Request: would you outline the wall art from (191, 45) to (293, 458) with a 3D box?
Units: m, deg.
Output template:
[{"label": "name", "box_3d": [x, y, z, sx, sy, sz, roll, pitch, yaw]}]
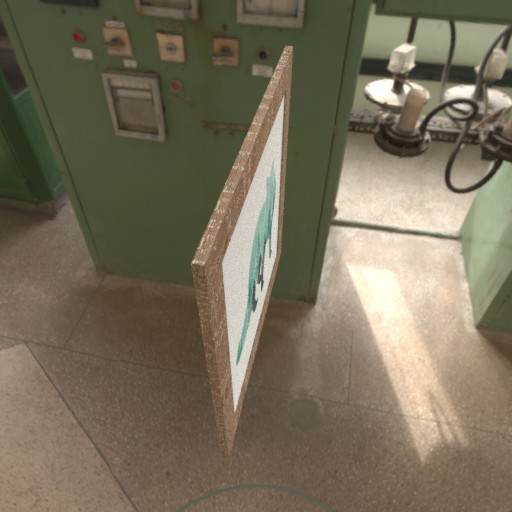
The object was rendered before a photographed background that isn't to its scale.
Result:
[{"label": "wall art", "box_3d": [0.000, 0.000, 0.578, 0.012, 0.384, 0.384, 9, 48, 9]}]
